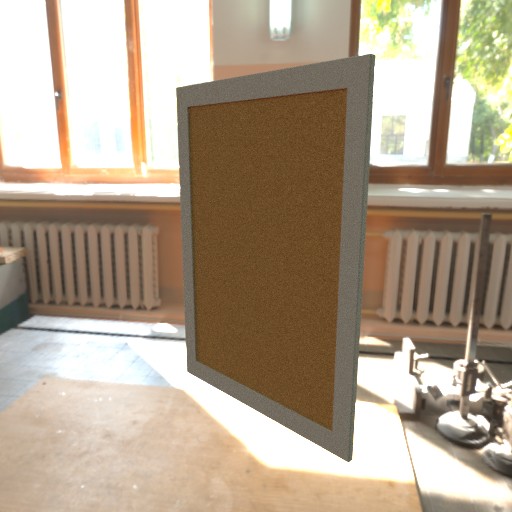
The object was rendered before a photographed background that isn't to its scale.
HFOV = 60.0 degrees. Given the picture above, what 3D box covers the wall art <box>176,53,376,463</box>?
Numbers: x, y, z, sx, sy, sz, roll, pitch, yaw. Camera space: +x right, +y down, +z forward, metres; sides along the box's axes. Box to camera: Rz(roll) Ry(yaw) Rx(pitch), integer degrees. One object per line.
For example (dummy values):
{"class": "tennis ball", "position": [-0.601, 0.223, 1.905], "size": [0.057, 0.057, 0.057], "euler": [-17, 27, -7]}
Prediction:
{"class": "wall art", "position": [0.000, 0.000, 0.688], "size": [0.374, 0.529, 0.012], "euler": [13, 18, 43]}
